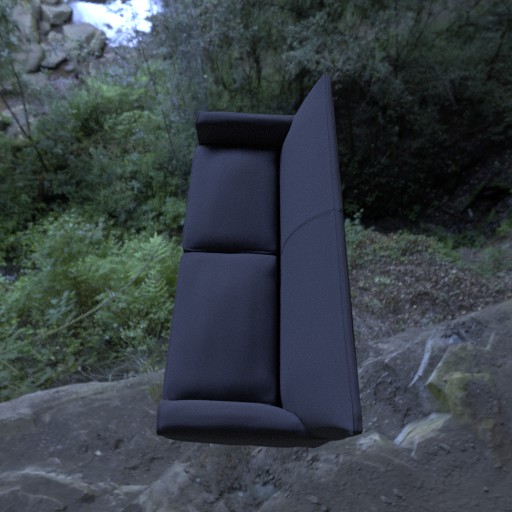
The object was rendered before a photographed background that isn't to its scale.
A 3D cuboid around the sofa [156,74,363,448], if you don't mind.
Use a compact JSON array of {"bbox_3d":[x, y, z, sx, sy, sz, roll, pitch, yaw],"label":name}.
[{"bbox_3d":[0.000,0.000,2.499,0.843,0.907,2.002,1,60,1],"label":"sofa"}]
